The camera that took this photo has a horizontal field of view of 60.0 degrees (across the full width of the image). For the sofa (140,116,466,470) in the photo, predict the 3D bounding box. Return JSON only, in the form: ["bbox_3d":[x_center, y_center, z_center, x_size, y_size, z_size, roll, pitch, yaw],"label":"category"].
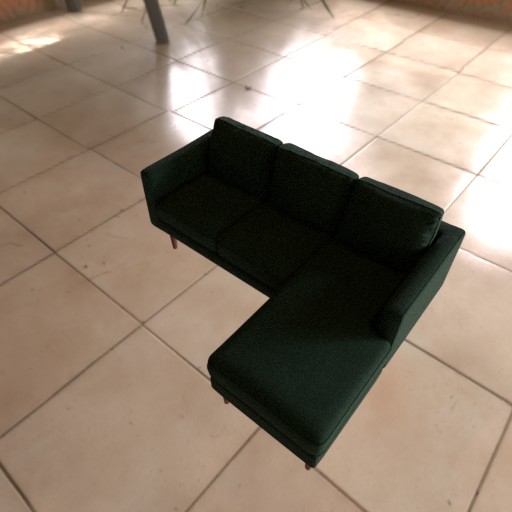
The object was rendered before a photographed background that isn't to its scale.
[{"bbox_3d":[0.000,0.000,2.866,2.030,0.899,1.580,30,53,26],"label":"sofa"}]
